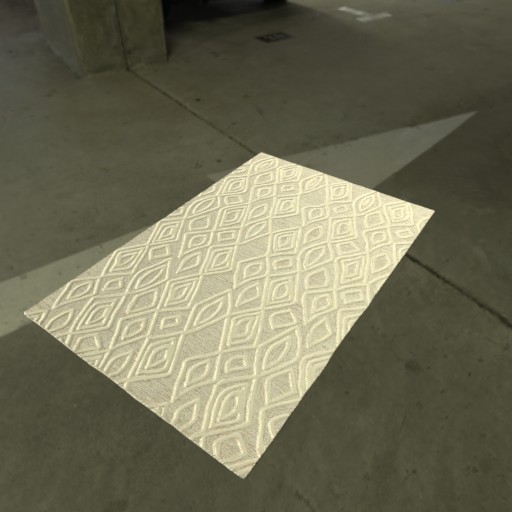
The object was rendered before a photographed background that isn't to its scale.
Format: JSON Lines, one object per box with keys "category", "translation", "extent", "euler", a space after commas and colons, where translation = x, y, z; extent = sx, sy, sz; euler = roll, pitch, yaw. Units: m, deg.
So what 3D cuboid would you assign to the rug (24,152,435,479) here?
{"category": "rug", "translation": [0.000, 0.000, 2.248], "extent": [1.224, 0.016, 1.832], "euler": [25, 47, 26]}
